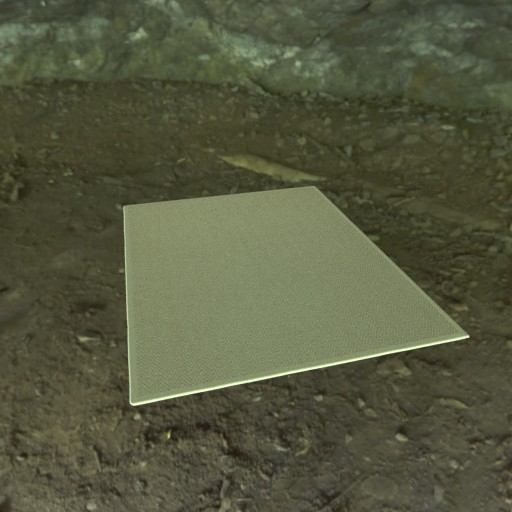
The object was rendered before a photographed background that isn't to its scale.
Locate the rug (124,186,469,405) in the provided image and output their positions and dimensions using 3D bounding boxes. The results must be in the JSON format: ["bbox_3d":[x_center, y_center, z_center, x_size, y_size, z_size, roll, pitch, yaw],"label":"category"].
[{"bbox_3d":[0.000,0.000,4.222,2.407,0.020,3.051,-8,31,-13],"label":"rug"}]
